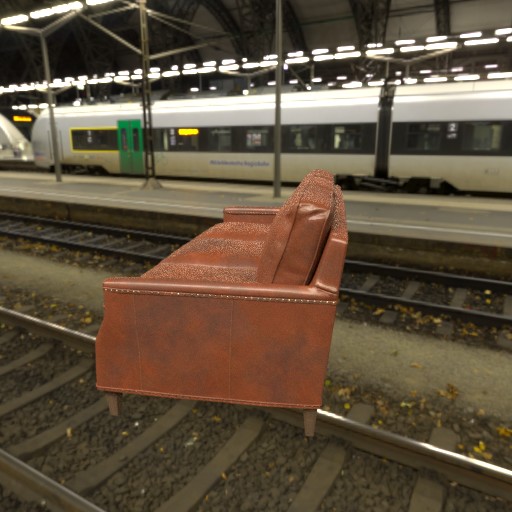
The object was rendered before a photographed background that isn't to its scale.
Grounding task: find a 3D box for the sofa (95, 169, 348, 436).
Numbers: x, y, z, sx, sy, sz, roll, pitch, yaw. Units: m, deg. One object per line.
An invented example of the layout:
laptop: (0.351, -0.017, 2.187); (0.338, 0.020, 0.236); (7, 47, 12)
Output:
sofa: (0.000, 0.000, 2.845); (1.084, 1.003, 2.240); (2, 15, 9)
